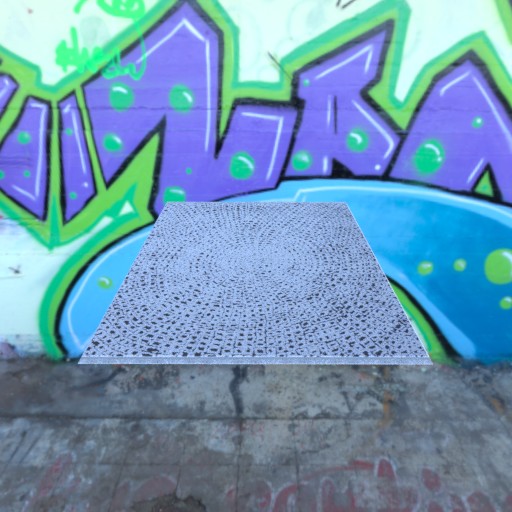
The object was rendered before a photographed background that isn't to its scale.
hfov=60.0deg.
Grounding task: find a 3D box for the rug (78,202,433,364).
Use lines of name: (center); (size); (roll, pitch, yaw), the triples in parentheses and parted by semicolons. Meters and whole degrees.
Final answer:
rug: (0.000, 0.000, 2.216); (1.190, 0.003, 1.634); (0, 26, 0)
